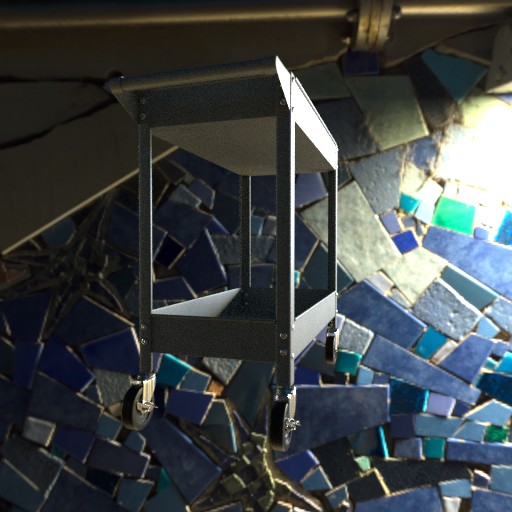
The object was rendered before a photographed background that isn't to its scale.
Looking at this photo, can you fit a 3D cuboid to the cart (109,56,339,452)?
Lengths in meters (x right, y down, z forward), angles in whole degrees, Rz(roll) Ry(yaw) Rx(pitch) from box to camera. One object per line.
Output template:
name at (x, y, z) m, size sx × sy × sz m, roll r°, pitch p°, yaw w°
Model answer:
cart at (0.000, 0.000, 1.172) m, size 0.366 × 0.719 × 0.779 m, roll 0°, pitch 1°, yaw 18°
